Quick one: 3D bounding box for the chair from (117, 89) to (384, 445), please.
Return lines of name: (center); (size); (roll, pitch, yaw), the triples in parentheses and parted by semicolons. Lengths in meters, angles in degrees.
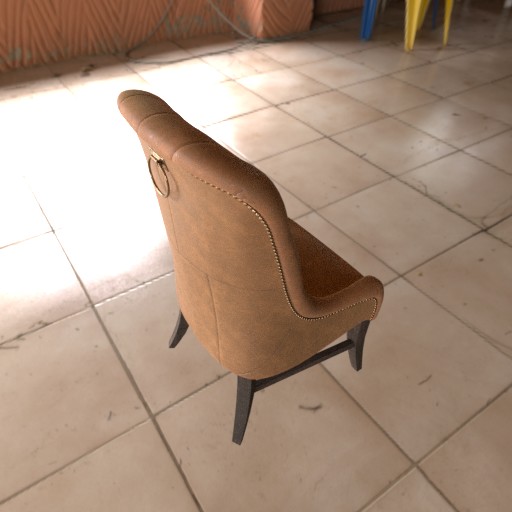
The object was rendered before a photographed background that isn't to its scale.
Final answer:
chair: (0.000, 0.000, 1.440); (0.629, 1.091, 0.634); (-25, 47, -26)
